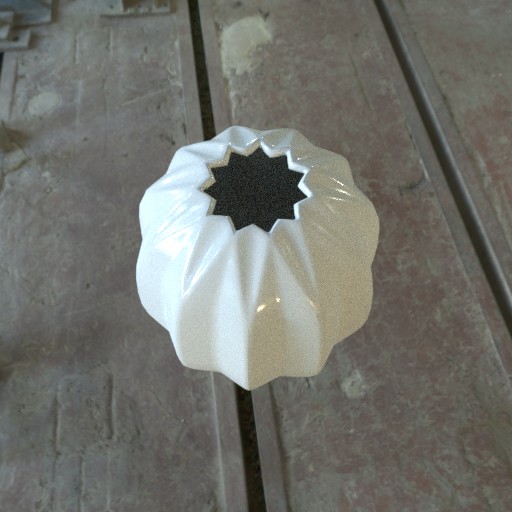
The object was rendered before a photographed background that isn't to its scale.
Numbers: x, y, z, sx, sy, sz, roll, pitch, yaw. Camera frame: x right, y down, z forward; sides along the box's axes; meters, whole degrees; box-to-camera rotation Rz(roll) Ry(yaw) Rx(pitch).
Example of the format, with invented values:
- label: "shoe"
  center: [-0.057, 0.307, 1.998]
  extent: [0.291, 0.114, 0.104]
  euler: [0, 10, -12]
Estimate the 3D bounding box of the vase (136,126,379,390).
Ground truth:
- label: "vase"
  center: [0.000, 0.000, 0.250]
  extent: [0.139, 0.134, 0.139]
  euler: [0, 64, 0]
